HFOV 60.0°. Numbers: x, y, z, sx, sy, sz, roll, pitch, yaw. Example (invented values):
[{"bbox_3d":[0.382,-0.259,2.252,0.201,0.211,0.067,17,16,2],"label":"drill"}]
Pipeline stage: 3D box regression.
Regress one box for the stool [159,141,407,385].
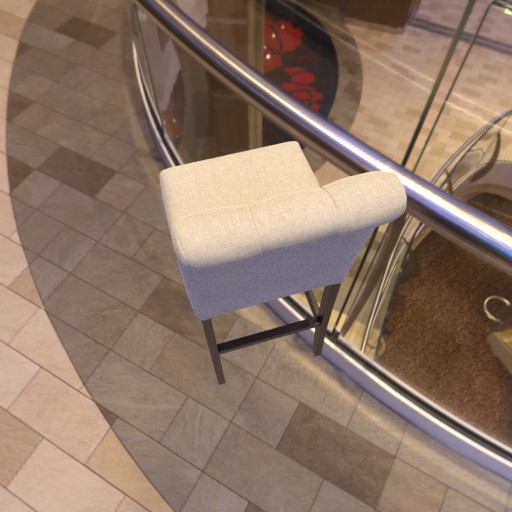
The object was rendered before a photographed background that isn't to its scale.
[{"bbox_3d":[0.000,0.000,1.437,0.493,1.140,0.601,-14,60,-8],"label":"stool"}]
